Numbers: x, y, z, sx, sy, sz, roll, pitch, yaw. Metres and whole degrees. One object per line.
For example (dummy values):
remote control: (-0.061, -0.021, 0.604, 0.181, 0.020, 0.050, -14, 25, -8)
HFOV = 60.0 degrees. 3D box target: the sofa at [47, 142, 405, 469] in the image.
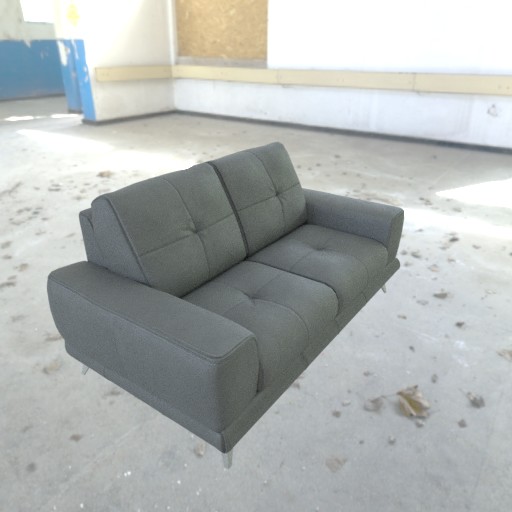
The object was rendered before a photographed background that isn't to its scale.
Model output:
sofa: (0.000, 0.000, 2.329, 1.018, 0.907, 1.806, 18, 31, 32)
